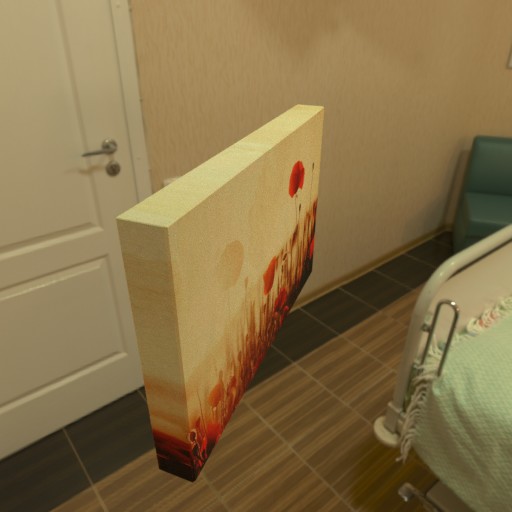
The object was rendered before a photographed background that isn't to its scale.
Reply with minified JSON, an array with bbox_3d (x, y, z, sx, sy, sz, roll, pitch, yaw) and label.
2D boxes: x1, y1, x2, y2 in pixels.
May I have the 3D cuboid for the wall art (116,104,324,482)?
[{"bbox_3d":[0.000,0.000,0.488,0.037,0.251,0.383,11,32,19],"label":"wall art"}]
